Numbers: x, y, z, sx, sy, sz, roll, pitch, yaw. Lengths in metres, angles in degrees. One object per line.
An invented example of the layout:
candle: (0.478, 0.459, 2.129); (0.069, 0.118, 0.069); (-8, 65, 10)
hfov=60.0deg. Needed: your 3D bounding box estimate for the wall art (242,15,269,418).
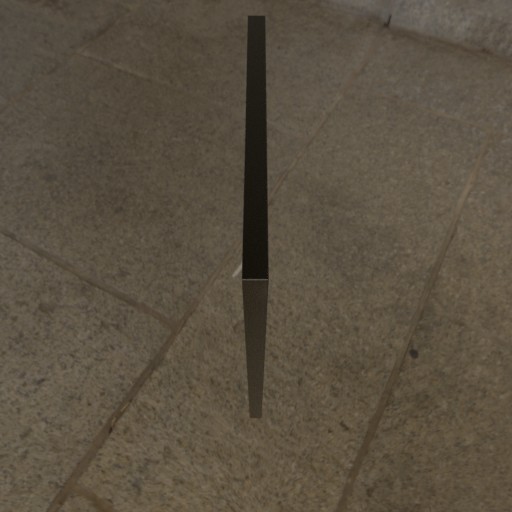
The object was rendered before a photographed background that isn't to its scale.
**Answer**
wall art: (0.000, 0.000, 0.578); (0.019, 0.455, 0.314); (0, 59, 0)
